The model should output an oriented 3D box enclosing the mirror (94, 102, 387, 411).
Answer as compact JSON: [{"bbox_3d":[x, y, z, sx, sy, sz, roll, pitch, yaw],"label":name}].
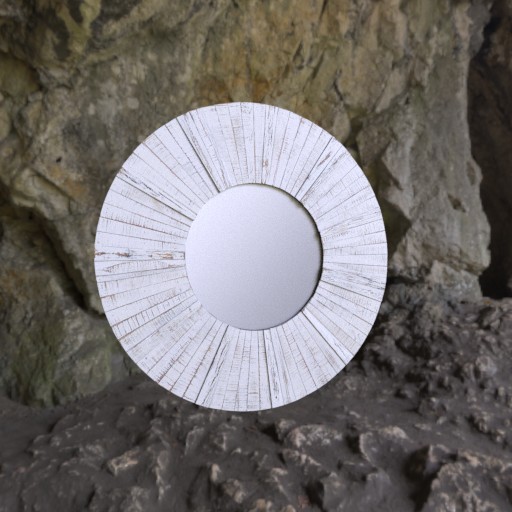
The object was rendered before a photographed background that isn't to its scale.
[{"bbox_3d":[0.000,0.000,1.335,0.914,0.914,0.038,0,-1,-19],"label":"mirror"}]
